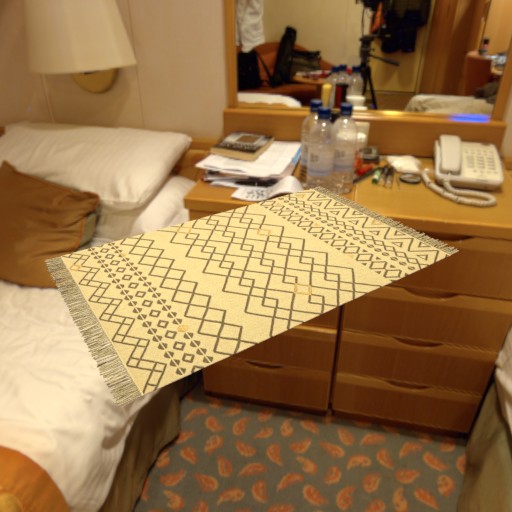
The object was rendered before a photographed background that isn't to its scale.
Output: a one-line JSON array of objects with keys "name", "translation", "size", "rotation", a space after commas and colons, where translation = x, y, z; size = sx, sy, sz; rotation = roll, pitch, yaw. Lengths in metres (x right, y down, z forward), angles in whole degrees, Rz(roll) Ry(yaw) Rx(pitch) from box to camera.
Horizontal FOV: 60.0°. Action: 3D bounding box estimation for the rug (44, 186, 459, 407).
[{"name": "rug", "translation": [0.000, 0.000, 3.048], "size": [2.472, 0.035, 1.495], "rotation": [-19, 35, -29]}]
